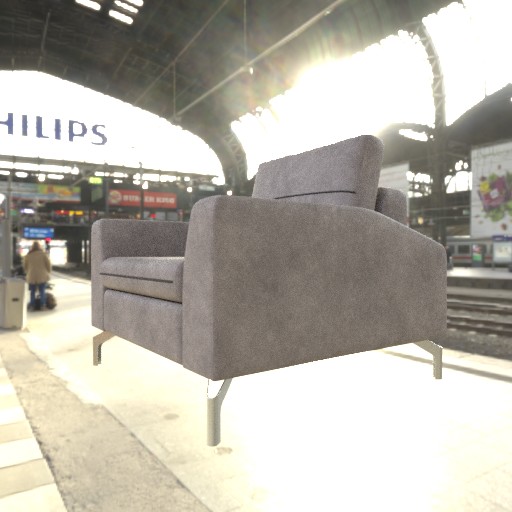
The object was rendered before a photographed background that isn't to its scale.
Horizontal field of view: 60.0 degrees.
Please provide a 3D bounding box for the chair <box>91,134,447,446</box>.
[{"bbox_3d":[0.000,0.000,1.532,0.900,0.800,0.900,0,0,-36],"label":"chair"}]
